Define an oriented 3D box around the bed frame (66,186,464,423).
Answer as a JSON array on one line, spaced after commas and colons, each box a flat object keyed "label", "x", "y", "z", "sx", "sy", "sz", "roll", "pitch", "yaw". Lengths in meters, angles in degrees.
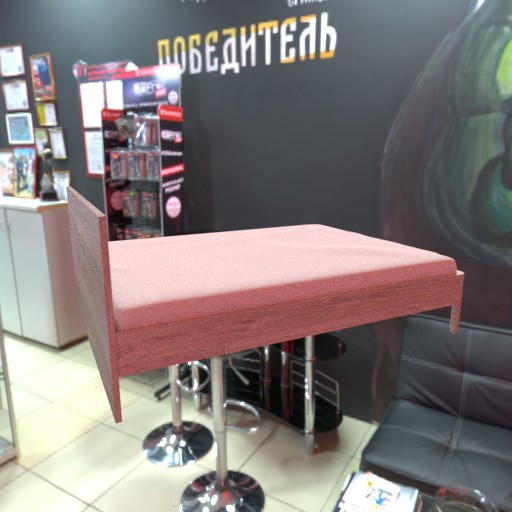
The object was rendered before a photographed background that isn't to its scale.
[{"label": "bed frame", "x": 0.000, "y": 0.000, "z": 2.683, "sx": 1.950, "sy": 0.800, "sz": 1.490, "roll": -7, "pitch": 15, "yaw": -26}]
